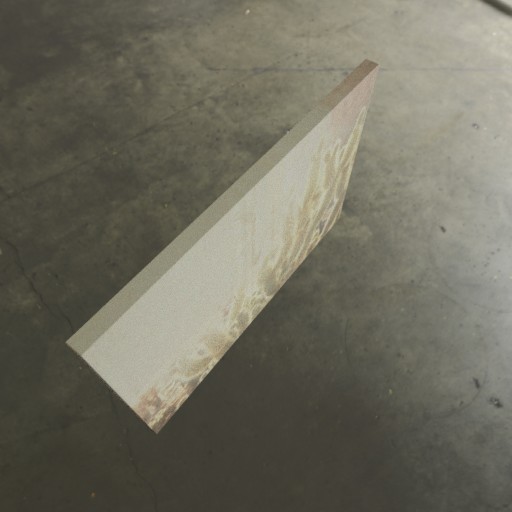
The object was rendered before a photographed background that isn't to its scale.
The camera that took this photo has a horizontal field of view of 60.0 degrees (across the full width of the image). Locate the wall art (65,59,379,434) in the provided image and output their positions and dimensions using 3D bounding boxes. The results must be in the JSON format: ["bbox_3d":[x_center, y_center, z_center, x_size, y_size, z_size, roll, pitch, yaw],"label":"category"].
[{"bbox_3d":[0.000,0.000,1.128,0.040,0.608,0.916,33,63,19],"label":"wall art"}]
